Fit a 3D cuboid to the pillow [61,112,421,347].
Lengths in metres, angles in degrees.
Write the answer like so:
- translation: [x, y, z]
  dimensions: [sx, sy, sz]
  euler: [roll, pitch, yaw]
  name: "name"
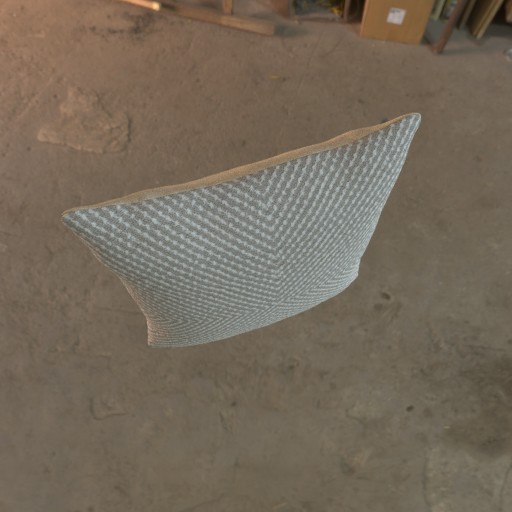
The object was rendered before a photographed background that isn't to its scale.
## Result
- translation: [0.000, 0.000, 0.726]
  dimensions: [0.459, 0.458, 0.181]
  euler: [-18, 64, -9]
  name: "pillow"
